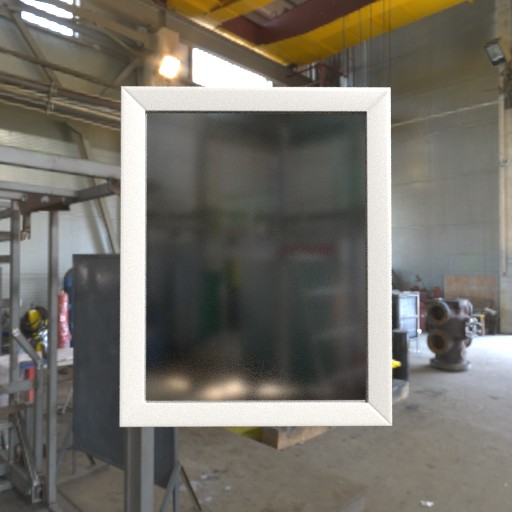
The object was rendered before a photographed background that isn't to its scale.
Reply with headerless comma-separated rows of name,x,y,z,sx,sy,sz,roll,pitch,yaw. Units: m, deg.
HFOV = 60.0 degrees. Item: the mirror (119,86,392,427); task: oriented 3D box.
mirror,0.000,0.000,0.682,0.405,0.508,0.041,0,-1,-1
